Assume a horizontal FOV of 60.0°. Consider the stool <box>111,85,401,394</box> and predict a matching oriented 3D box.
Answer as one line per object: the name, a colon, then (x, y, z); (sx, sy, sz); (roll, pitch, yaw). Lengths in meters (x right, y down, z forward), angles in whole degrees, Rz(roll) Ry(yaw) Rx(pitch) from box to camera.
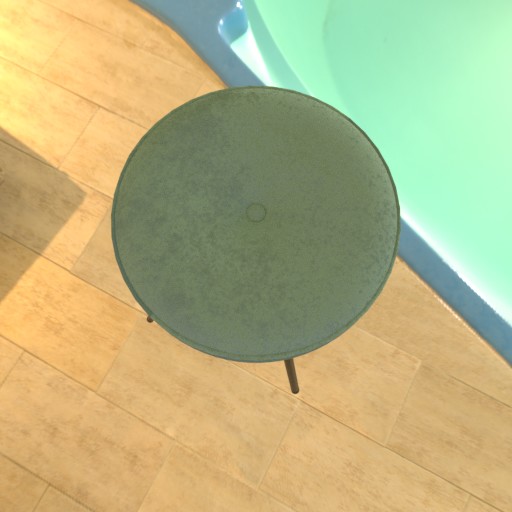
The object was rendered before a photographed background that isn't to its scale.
stool: (0.000, 0.000, 0.853); (0.458, 0.519, 0.457); (33, 78, 8)
